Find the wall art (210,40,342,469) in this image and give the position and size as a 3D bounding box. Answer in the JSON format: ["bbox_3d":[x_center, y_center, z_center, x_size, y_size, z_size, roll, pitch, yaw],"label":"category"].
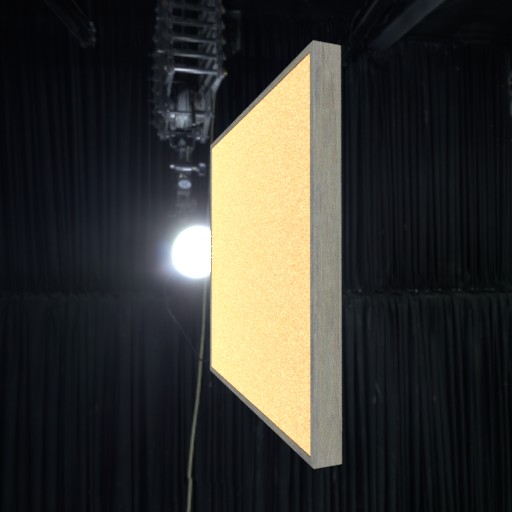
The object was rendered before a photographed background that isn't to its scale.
[{"bbox_3d":[0.000,0.000,0.769,0.037,0.507,0.507,0,-1,-20],"label":"wall art"}]
